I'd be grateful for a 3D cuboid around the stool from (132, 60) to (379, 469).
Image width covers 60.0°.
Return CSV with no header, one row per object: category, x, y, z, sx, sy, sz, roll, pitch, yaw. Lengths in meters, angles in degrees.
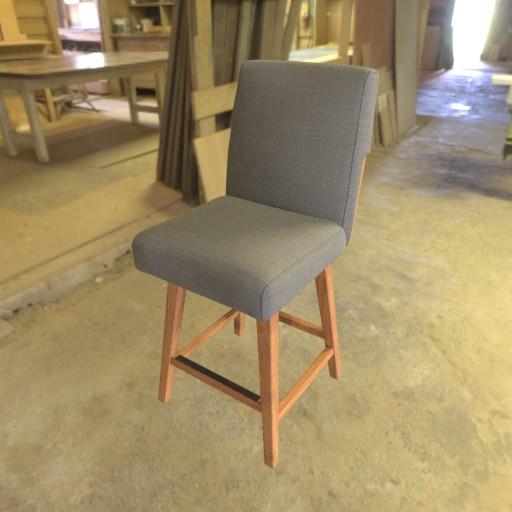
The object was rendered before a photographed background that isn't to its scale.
stool,0.000,0.000,1.308,0.459,1.019,0.570,18,34,30
